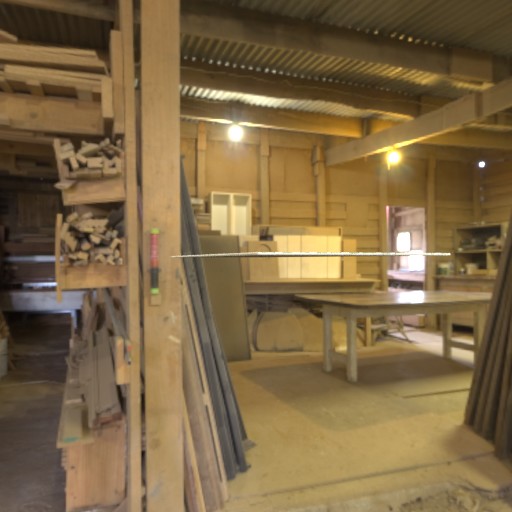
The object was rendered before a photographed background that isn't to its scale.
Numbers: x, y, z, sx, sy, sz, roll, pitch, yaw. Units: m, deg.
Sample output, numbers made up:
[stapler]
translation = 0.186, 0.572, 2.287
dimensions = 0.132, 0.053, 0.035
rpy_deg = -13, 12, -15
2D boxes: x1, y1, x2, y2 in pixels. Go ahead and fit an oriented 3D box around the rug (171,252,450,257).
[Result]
[rug]
translation = 0.000, 0.000, 2.686
dimensions = 0.750, 0.009, 2.435
rpy_deg = 0, 0, -17
